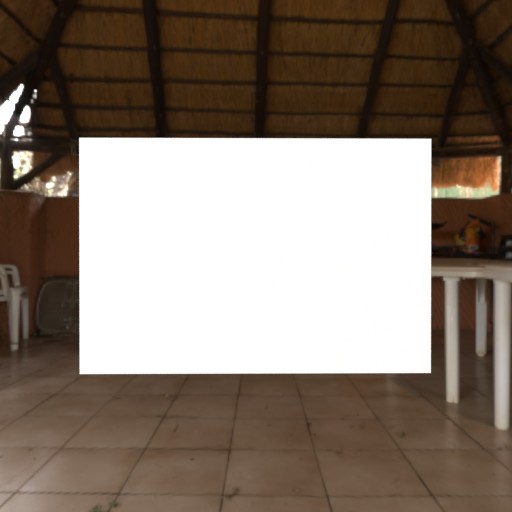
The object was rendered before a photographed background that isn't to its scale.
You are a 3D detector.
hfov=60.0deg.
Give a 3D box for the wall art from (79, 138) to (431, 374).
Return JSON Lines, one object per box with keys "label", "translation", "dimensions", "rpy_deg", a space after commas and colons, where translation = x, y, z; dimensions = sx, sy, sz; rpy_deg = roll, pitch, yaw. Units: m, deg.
{"label": "wall art", "translation": [0.000, 0.000, 1.148], "dimensions": [0.898, 0.601, 0.038], "rpy_deg": [0, 0, 0]}
